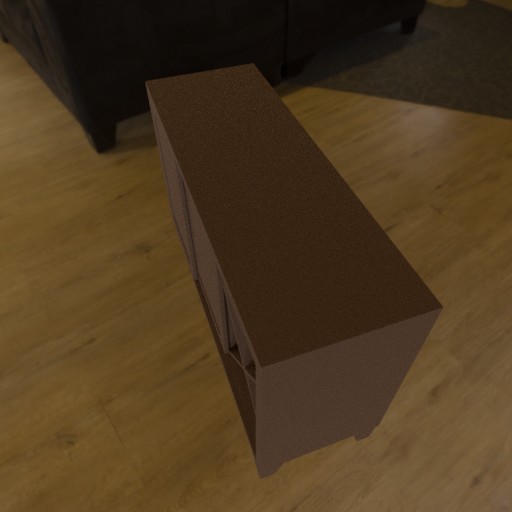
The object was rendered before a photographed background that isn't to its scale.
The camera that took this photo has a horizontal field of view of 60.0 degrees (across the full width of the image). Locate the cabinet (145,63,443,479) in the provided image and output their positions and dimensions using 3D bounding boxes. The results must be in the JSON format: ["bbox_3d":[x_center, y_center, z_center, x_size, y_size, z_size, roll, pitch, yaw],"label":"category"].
[{"bbox_3d":[0.000,0.000,1.820,0.482,0.914,1.396,-15,50,-13],"label":"cabinet"}]
